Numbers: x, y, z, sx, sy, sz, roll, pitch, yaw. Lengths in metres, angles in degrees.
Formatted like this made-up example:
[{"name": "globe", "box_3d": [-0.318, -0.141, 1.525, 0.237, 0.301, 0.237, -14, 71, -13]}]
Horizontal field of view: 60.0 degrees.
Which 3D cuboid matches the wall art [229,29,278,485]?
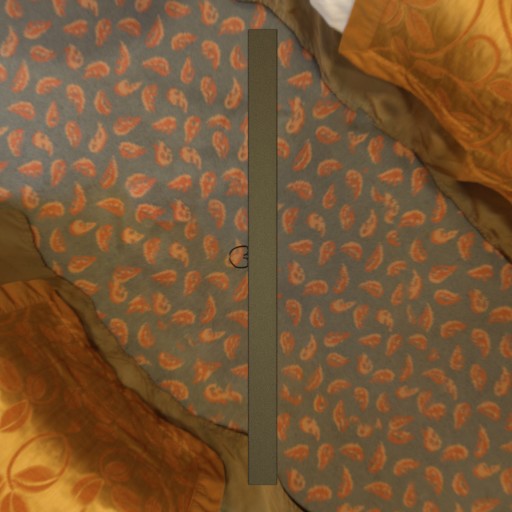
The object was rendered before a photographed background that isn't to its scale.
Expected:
[{"name": "wall art", "box_3d": [0.000, 0.000, 0.513, 0.038, 0.349, 0.349, 0, 91, 1]}]
